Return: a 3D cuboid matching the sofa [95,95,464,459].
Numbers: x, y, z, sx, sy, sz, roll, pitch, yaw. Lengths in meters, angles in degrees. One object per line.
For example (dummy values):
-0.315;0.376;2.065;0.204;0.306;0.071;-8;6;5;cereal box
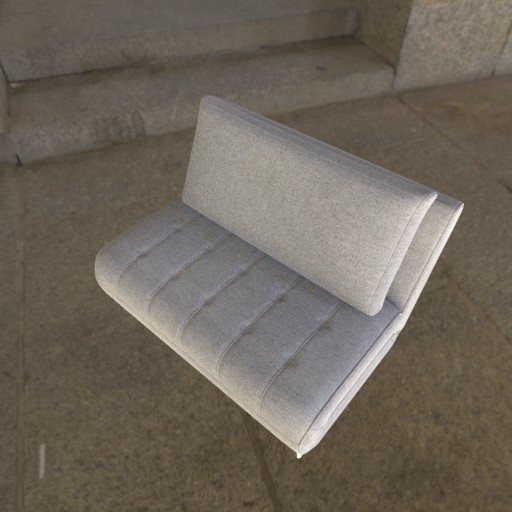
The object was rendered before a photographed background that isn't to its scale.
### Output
0.000;0.000;1.866;1.220;0.910;0.910;32;54;27;sofa
